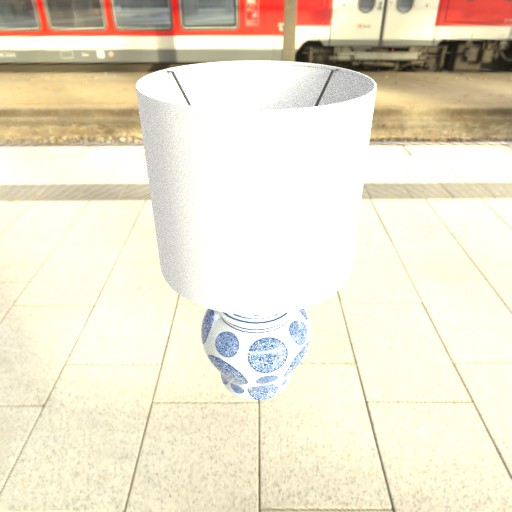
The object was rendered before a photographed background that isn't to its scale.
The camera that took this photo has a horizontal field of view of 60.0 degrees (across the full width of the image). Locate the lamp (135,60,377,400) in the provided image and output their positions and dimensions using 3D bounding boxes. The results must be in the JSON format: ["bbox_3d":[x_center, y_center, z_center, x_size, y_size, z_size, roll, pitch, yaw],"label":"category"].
[{"bbox_3d":[0.000,0.000,0.507,0.215,0.381,0.215,-1,32,-2],"label":"lamp"}]
